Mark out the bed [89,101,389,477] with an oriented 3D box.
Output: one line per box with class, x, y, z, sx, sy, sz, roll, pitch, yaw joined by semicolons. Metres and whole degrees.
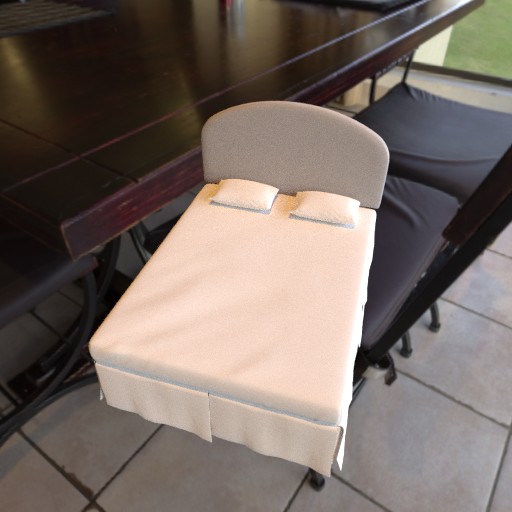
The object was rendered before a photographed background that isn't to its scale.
bed;0.000;0.000;3.027;1.607;1.410;2.005;11;41;13
